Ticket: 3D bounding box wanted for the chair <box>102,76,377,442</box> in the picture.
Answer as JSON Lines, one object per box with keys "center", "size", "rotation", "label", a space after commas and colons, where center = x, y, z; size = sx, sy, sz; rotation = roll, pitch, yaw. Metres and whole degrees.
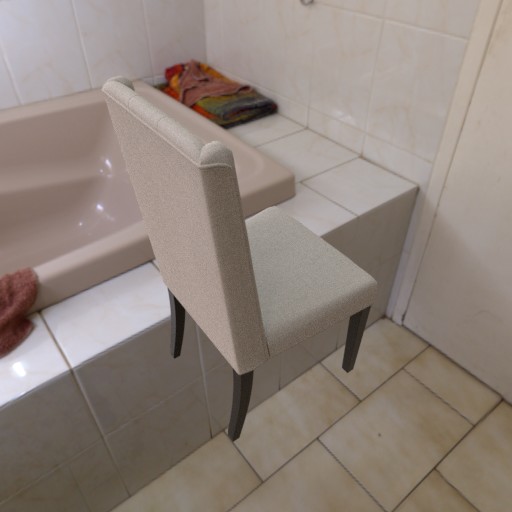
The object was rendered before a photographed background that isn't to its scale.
{"center": [0.000, 0.000, 1.236], "size": [0.523, 0.961, 0.474], "rotation": [-25, 46, -27], "label": "chair"}
